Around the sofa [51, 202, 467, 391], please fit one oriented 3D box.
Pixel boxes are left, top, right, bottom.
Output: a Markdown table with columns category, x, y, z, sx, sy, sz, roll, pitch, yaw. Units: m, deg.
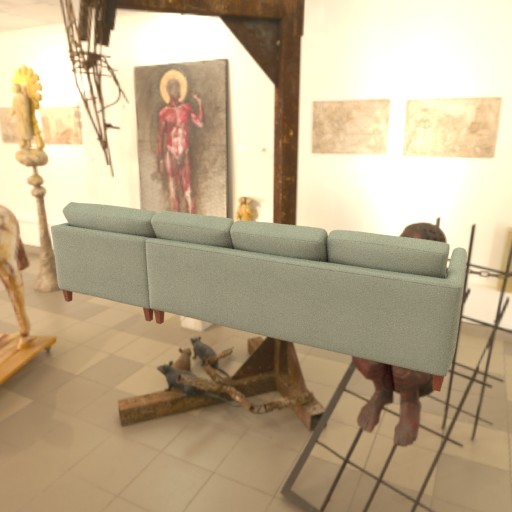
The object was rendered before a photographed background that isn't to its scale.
| category | x | y | z | sx | sy | sz | roll | pitch | yaw |
| --- | --- | --- | --- | --- | --- | --- | --- | --- | --- |
| sofa | 0.000 | 0.000 | 4.051 | 3.471 | 0.950 | 1.604 | 8 | 19 | 25 |
